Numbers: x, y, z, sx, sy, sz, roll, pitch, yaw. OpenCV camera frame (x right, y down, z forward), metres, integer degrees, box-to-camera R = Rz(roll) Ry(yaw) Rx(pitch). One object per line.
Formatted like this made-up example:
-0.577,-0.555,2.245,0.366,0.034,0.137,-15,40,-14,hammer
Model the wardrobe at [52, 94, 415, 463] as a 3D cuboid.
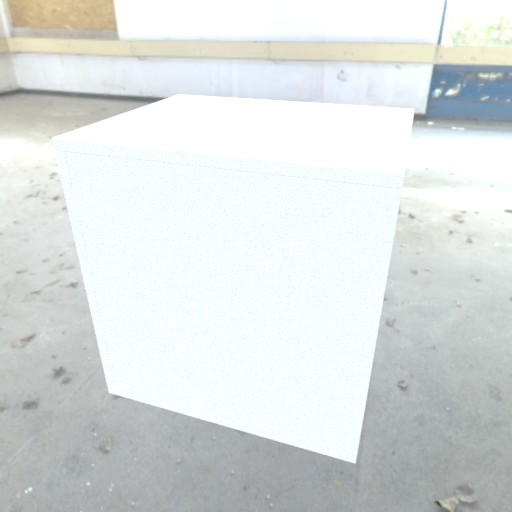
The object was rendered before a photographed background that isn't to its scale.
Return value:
0.000,0.000,0.874,0.500,0.520,0.400,9,31,16,wardrobe
